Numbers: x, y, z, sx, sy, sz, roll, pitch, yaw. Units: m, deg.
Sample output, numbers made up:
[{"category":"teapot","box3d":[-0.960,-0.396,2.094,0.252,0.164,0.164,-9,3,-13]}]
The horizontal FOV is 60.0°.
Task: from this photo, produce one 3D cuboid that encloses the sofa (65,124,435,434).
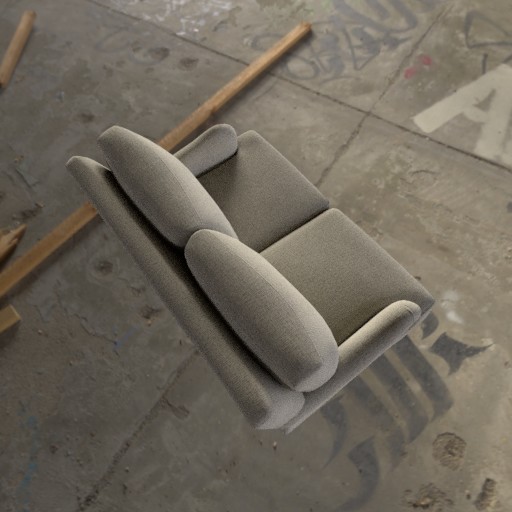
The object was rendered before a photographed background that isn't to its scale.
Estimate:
[{"category":"sofa","box3d":[0.000,0.000,2.202,1.087,0.999,1.480,-33,65,-18]}]
